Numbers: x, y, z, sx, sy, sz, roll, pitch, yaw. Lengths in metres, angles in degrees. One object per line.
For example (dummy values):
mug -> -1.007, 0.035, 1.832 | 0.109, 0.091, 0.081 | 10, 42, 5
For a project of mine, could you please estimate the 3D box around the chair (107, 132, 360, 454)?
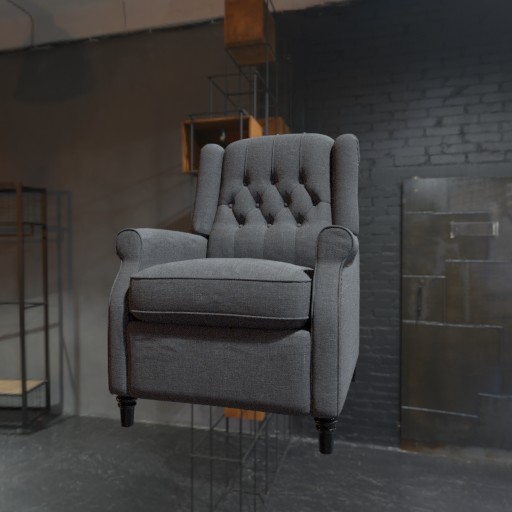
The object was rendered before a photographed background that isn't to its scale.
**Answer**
chair -> 0.000, 0.000, 1.599 | 0.742, 1.035, 0.898 | 0, 1, 17
